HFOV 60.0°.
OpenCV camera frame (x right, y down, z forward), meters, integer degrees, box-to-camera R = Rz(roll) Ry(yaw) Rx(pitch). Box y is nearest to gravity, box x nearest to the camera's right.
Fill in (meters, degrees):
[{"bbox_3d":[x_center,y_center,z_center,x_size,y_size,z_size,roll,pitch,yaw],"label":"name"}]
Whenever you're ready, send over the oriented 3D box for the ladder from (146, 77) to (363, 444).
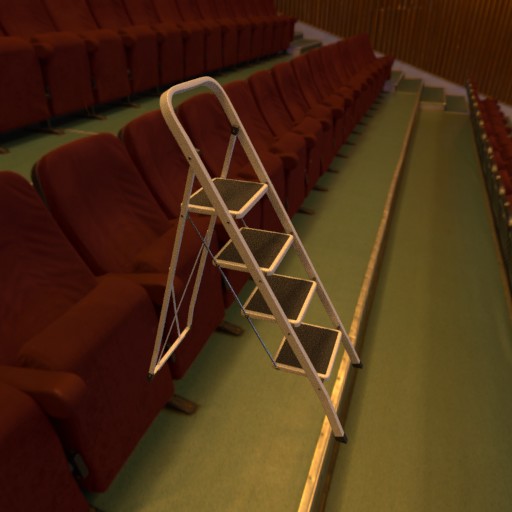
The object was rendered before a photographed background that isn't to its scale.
[{"bbox_3d":[0.000,0.000,1.735,0.914,1.265,0.460,10,31,17],"label":"ladder"}]
